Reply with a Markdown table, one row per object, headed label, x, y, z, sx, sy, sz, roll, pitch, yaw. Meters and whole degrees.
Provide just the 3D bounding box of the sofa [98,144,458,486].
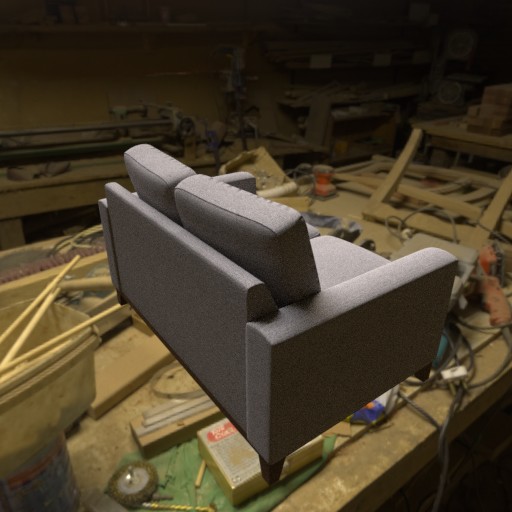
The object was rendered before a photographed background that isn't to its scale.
| label | x | y | z | sx | sy | sz | roll | pitch | yaw |
| --- | --- | --- | --- | --- | --- | --- | --- | --- | --- |
| sofa | 0.000 | 0.000 | 1.994 | 0.917 | 0.873 | 1.420 | -18 | 32 | -32 |
